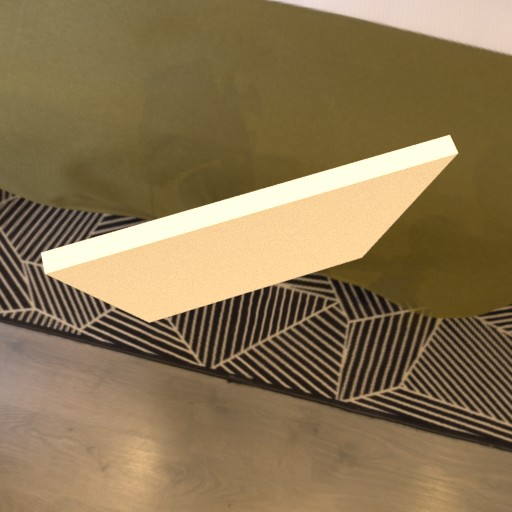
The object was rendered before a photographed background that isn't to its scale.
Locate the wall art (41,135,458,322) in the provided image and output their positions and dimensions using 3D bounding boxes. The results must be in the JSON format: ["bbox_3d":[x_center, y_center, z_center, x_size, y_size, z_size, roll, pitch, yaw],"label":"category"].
[{"bbox_3d":[0.000,0.000,0.847,0.559,0.559,0.028,-17,76,-4],"label":"wall art"}]
